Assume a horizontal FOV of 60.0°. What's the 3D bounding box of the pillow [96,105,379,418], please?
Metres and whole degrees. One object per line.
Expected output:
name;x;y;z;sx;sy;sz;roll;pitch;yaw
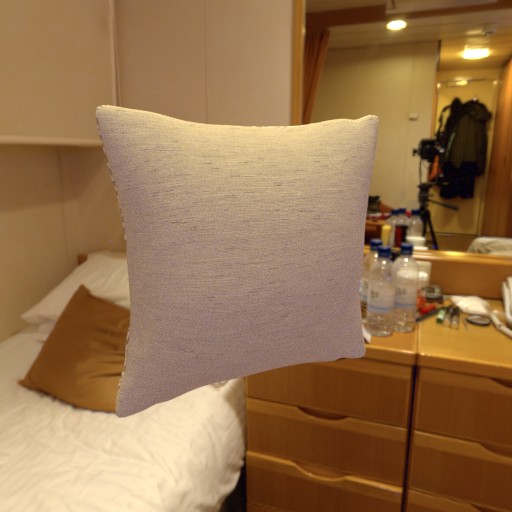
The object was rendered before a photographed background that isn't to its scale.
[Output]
pillow;0.000;0.000;0.667;0.438;0.421;0.167;-6;15;-25
